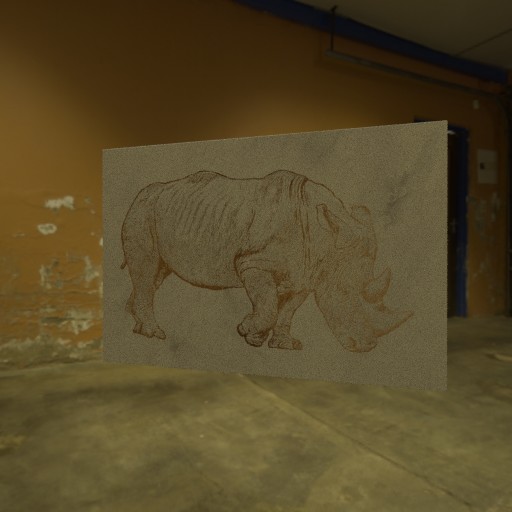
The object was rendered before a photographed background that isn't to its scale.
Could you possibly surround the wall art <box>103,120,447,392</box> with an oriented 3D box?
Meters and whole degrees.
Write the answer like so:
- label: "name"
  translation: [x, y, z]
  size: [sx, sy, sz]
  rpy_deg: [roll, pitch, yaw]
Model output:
- label: "wall art"
  translation: [0.000, 0.000, 1.155]
  size: [0.915, 0.610, 0.038]
  rpy_deg: [0, 0, 18]
